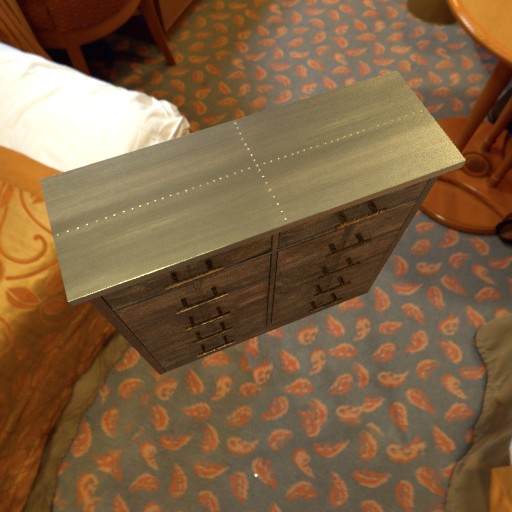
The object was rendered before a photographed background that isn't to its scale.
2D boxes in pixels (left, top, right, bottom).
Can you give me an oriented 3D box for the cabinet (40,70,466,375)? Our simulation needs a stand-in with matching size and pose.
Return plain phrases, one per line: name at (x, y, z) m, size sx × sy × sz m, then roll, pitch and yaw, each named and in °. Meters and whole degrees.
cabinet at (0.000, 0.000, 1.471) m, size 0.968 × 0.919 × 0.338 m, roll -20°, pitch 65°, yaw -10°
